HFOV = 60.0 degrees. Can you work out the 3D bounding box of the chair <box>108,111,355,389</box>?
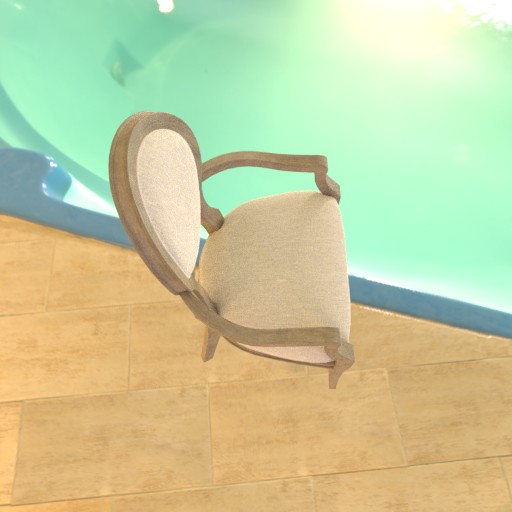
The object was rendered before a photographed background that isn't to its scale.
[{"bbox_3d":[0.000,0.000,1.347,0.602,0.991,0.611,1,63,0],"label":"chair"}]
